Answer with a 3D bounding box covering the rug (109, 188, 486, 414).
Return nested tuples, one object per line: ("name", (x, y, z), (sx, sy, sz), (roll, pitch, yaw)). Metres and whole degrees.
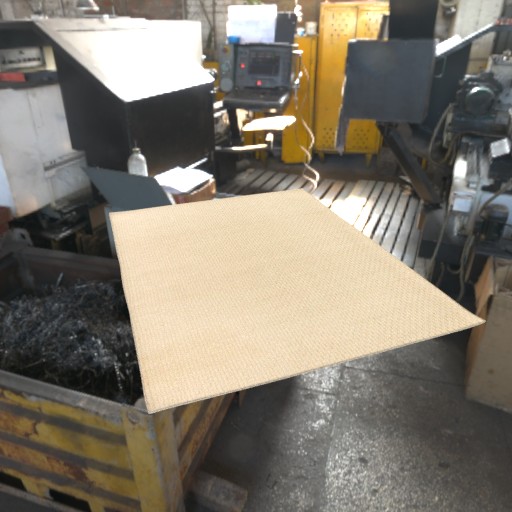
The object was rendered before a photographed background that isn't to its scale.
("rug", (0.000, 0.000, 3.869), (2.277, 0.035, 2.897), (-10, 30, -18))
